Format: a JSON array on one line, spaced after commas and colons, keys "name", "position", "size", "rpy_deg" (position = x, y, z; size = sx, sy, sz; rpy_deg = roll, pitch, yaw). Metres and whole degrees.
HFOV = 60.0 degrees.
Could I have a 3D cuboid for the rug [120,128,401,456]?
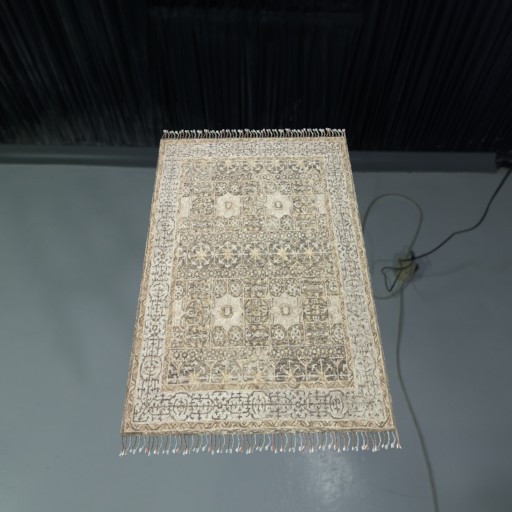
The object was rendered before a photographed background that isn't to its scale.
[{"name": "rug", "position": [0.000, 0.000, 2.463], "size": [1.237, 0.010, 2.029], "rpy_deg": [-1, 58, -1]}]
